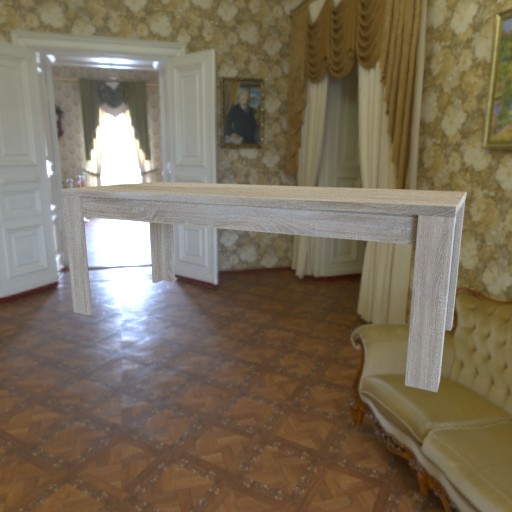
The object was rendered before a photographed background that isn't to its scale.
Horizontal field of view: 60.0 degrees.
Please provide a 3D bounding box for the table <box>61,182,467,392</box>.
[{"bbox_3d":[0.000,0.000,2.679,2.200,0.790,0.900,6,14,27],"label":"table"}]
